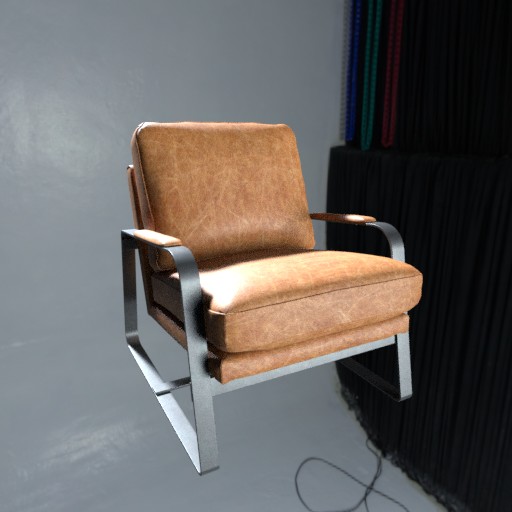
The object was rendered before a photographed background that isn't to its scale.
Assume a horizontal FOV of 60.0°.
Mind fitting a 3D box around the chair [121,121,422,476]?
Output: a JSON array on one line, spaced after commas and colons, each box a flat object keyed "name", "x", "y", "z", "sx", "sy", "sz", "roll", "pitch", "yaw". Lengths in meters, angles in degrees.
[{"name": "chair", "x": 0.000, "y": 0.000, "z": 1.322, "sx": 0.651, "sy": 0.777, "sz": 0.801, "roll": -8, "pitch": 18, "yaw": -27}]
